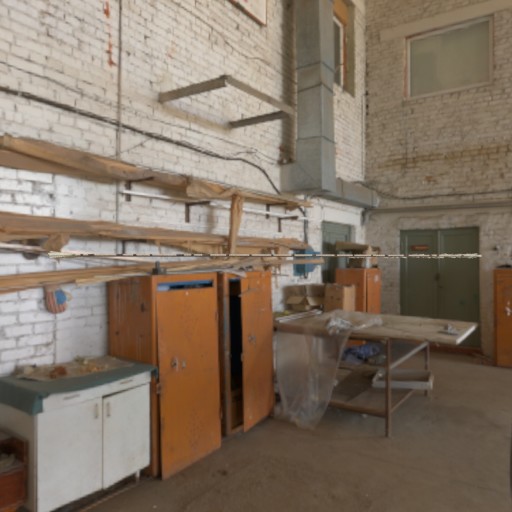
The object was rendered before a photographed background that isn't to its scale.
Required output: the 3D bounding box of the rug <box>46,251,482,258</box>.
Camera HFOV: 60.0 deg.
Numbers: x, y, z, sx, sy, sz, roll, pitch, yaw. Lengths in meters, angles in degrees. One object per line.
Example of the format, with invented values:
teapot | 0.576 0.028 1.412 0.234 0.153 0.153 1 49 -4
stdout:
rug | 0.000 0.000 2.479 2.023 0.028 1.224 0 0 -20
